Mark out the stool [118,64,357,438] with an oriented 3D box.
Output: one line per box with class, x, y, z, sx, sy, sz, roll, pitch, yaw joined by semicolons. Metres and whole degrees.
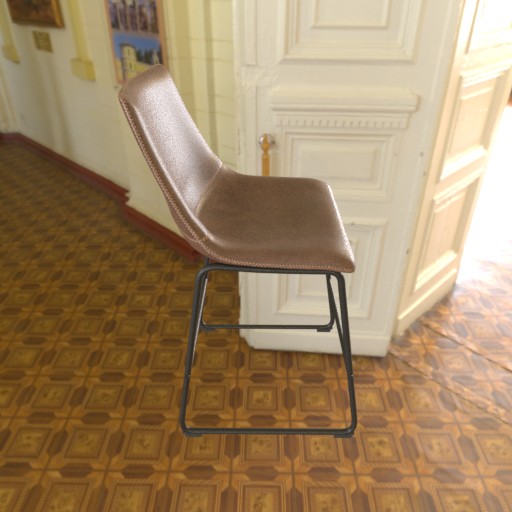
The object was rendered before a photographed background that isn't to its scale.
stool;0.000;0.000;1.174;0.550;0.890;0.460;0;32;0
